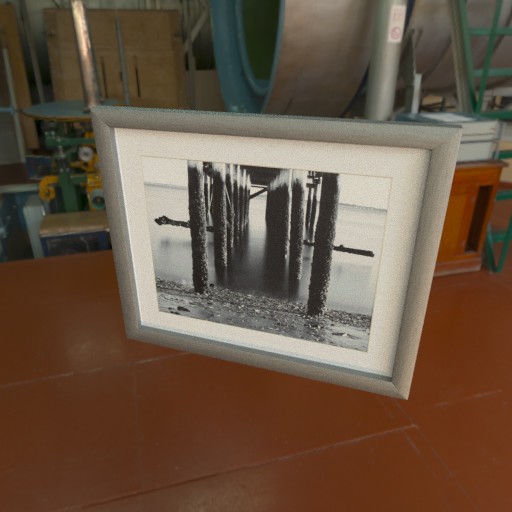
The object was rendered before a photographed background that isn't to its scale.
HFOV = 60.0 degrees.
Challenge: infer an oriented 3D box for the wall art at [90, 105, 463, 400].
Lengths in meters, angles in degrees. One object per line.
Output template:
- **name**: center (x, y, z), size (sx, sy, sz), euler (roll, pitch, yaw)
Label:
- **wall art**: center (0.000, 0.000, 0.746), size (0.556, 0.457, 0.028), euler (8, 28, 16)
